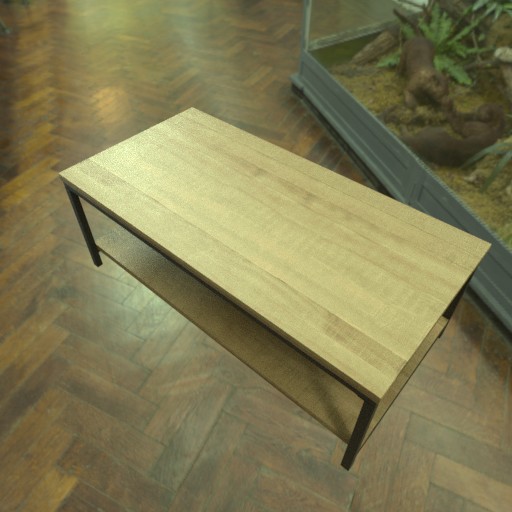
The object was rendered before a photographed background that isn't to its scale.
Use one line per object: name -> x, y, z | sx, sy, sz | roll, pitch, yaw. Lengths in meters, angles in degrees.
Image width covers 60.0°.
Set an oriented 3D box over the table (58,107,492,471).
table -> 0.000, 0.000, 1.368 | 1.100, 0.399, 0.551 | 32, 54, 27
